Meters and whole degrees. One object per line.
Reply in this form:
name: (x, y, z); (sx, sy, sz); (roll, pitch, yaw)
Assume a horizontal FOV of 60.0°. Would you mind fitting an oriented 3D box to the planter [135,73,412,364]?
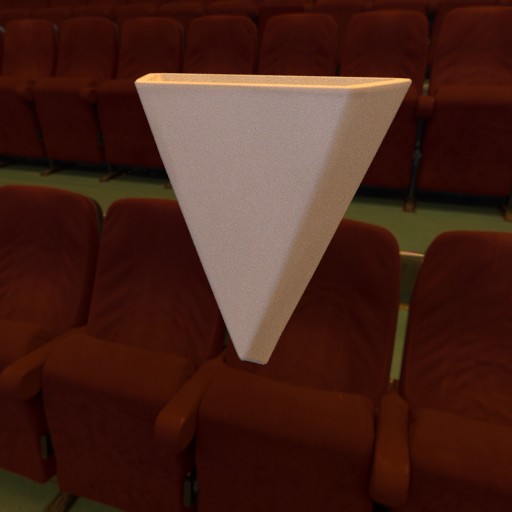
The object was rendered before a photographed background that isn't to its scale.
planter: (0.000, 0.000, 0.266); (0.150, 0.197, 0.060); (8, 27, 16)
